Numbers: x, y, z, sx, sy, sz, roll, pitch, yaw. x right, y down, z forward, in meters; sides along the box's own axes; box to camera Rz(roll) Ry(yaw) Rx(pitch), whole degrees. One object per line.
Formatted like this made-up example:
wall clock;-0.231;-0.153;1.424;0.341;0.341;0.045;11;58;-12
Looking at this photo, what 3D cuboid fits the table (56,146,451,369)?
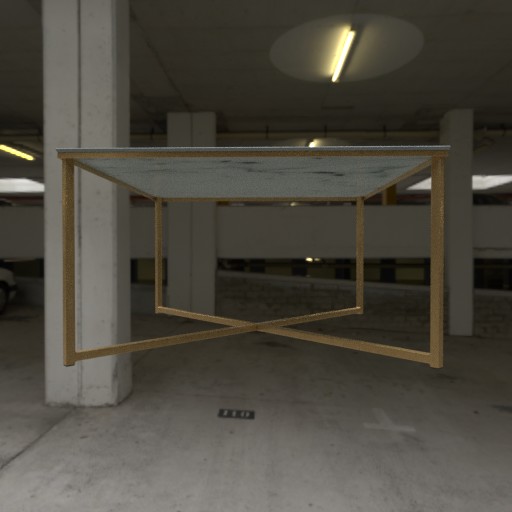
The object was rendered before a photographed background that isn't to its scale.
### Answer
table;0.000;0.000;1.298;0.800;0.450;0.800;0;1;2
